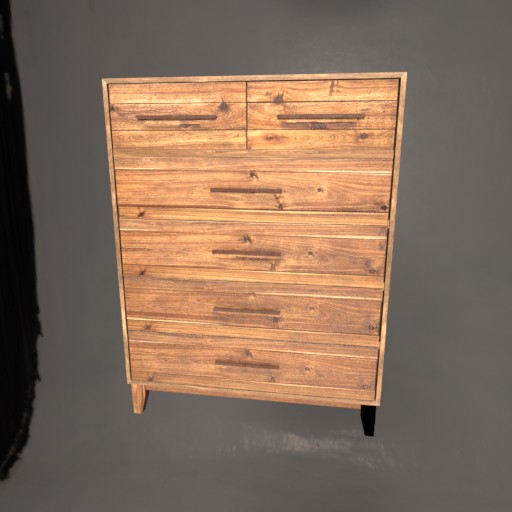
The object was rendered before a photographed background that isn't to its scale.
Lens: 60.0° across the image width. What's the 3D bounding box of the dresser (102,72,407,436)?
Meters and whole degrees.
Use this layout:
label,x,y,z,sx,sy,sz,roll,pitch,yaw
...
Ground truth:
label,x,y,z,sx,sy,sz,roll,pitch,yaw
dresser,0.000,0.000,1.901,1.062,1.393,0.442,2,15,9
